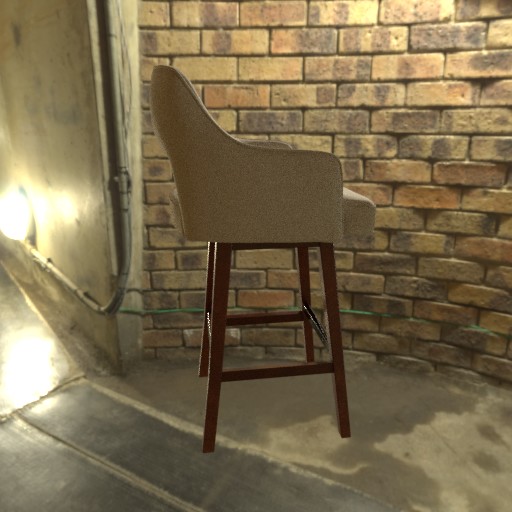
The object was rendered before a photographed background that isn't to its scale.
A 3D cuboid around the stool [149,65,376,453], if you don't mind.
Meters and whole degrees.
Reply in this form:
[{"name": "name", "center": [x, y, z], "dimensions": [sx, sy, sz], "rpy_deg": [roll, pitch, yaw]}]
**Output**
[{"name": "stool", "center": [0.000, 0.000, 1.339], "dimensions": [0.560, 1.041, 0.550], "rpy_deg": [-3, 17, -8]}]
